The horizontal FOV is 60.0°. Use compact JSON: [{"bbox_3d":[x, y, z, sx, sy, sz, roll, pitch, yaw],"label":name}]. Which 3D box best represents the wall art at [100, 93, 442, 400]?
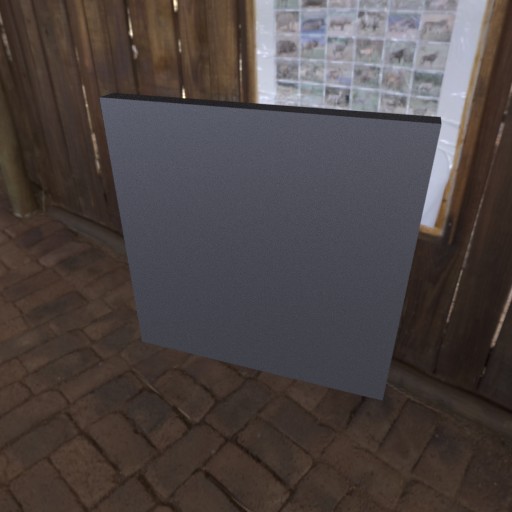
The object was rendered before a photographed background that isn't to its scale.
[{"bbox_3d":[0.000,0.000,0.774,0.507,0.507,0.038,10,32,16],"label":"wall art"}]
